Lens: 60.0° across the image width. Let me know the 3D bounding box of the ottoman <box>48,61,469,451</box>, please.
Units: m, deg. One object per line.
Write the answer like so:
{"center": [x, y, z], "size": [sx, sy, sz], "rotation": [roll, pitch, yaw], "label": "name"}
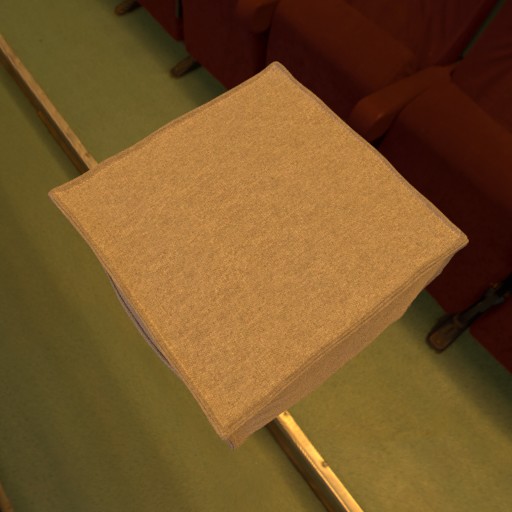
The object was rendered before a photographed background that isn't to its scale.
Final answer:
{"center": [0.000, 0.000, 1.170], "size": [0.696, 0.470, 0.707], "rotation": [-35, 70, -15], "label": "ottoman"}
